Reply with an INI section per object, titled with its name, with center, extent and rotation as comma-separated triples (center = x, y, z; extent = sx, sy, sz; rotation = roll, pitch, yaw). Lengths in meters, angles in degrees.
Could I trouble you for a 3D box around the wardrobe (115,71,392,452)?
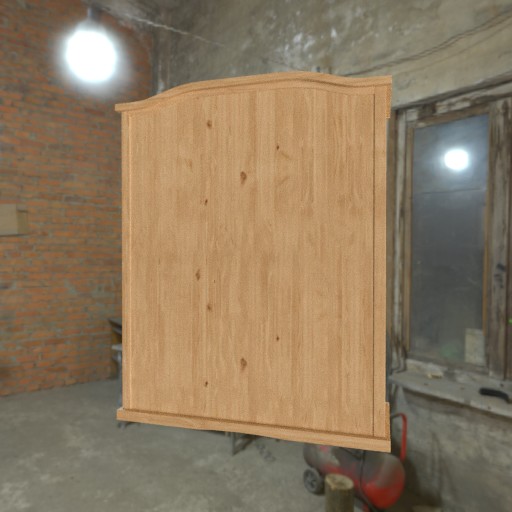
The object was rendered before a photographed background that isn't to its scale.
[wardrobe]
center = 0.000, 0.000, 2.587
extent = 1.500, 1.870, 0.570
rotation = 0, 1, 16
